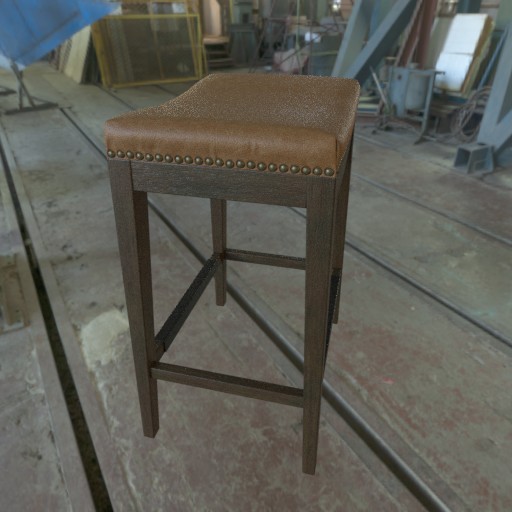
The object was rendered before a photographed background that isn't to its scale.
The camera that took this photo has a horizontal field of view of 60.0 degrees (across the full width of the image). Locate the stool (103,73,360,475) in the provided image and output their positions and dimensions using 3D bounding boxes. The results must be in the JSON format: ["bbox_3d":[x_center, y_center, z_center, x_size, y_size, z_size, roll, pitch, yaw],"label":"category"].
[{"bbox_3d":[0.000,0.000,0.939,0.361,0.660,0.500,7,31,12],"label":"stool"}]
